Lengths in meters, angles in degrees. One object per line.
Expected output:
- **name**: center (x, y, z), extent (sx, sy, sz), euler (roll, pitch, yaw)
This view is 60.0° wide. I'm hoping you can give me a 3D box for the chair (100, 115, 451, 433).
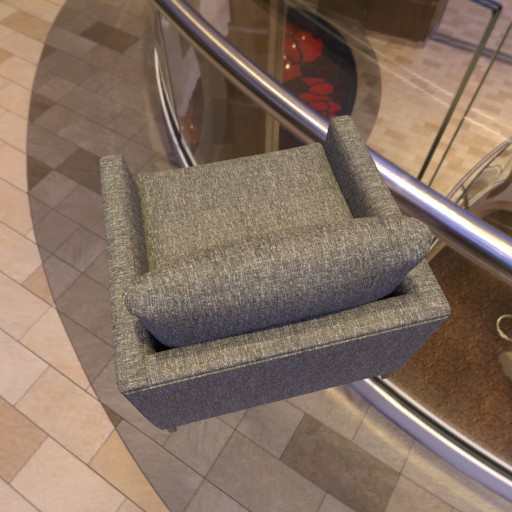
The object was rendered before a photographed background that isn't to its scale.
- **chair**: center (0.000, 0.000, 1.561), extent (0.963, 0.861, 0.866), euler (-12, 59, -7)
